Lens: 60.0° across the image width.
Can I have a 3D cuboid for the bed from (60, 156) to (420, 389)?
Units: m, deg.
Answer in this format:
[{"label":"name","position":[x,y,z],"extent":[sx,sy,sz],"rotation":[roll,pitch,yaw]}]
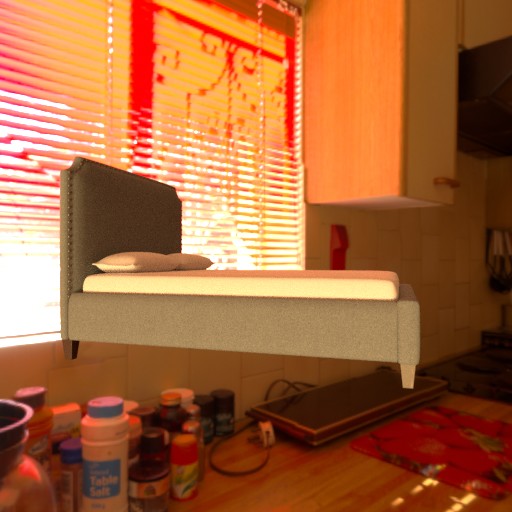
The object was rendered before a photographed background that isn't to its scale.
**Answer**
[{"label":"bed","position":[0.000,0.000,3.506],"extent":[2.372,1.443,1.712],"rotation":[0,0,18]}]
